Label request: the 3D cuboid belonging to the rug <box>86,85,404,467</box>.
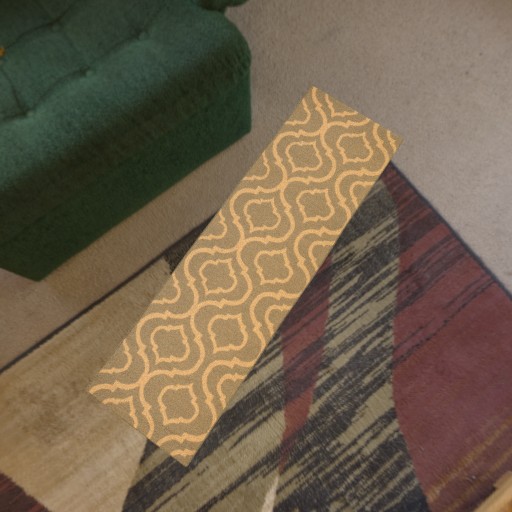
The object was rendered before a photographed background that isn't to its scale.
[{"bbox_3d":[0.000,0.000,2.570,0.684,0.009,2.275,34,78,8],"label":"rug"}]
